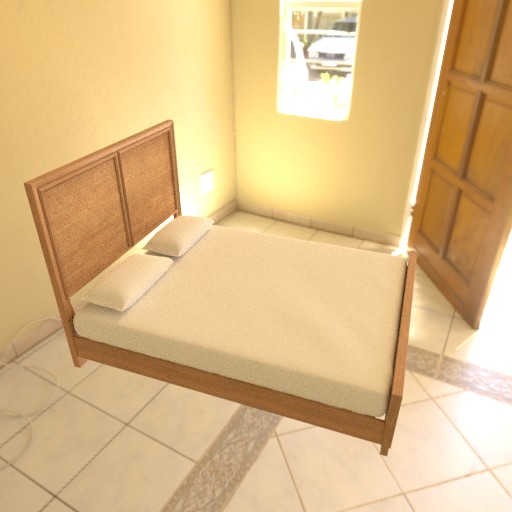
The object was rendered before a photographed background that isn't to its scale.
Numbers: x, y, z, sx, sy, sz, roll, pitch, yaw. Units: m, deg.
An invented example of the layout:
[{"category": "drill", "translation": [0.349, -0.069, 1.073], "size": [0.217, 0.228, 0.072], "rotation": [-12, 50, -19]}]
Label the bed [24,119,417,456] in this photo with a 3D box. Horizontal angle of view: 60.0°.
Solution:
[{"category": "bed", "translation": [0.000, 0.000, 3.158], "size": [2.184, 1.387, 1.606], "rotation": [10, 32, 17]}]
